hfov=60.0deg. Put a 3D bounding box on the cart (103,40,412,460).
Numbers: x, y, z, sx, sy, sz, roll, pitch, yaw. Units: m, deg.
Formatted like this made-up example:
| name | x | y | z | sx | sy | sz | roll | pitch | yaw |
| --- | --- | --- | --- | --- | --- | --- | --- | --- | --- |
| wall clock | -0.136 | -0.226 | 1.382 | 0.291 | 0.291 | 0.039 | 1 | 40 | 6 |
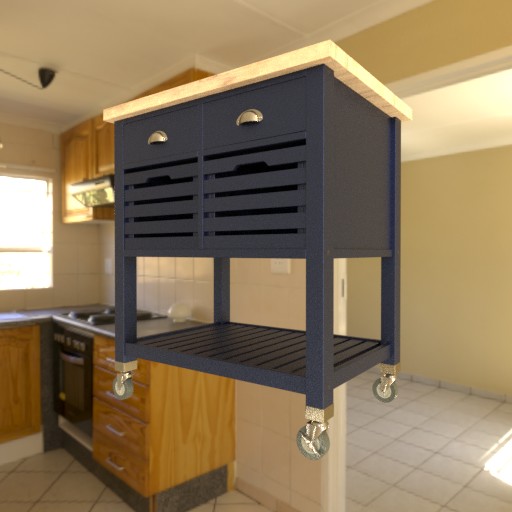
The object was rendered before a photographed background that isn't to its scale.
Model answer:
| name | x | y | z | sx | sy | sz | roll | pitch | yaw |
| --- | --- | --- | --- | --- | --- | --- | --- | --- | --- |
| cart | 0.000 | 0.000 | 1.400 | 0.797 | 0.920 | 0.567 | 0 | 1 | 36 |
